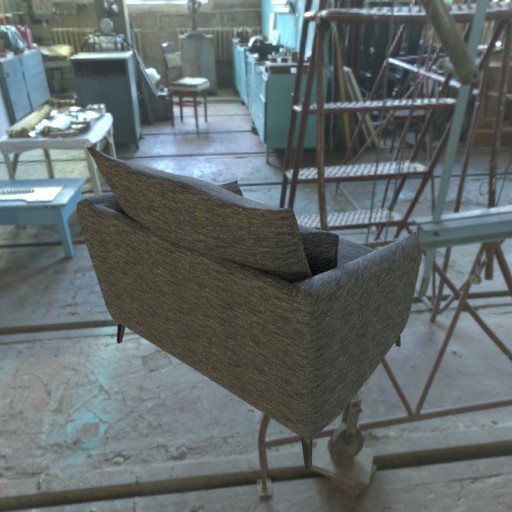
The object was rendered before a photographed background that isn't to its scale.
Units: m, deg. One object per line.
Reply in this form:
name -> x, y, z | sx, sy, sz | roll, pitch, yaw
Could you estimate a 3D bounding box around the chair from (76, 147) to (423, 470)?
chair -> 0.000, 0.000, 1.619 | 1.004, 0.842, 0.805 | 21, 36, 32
